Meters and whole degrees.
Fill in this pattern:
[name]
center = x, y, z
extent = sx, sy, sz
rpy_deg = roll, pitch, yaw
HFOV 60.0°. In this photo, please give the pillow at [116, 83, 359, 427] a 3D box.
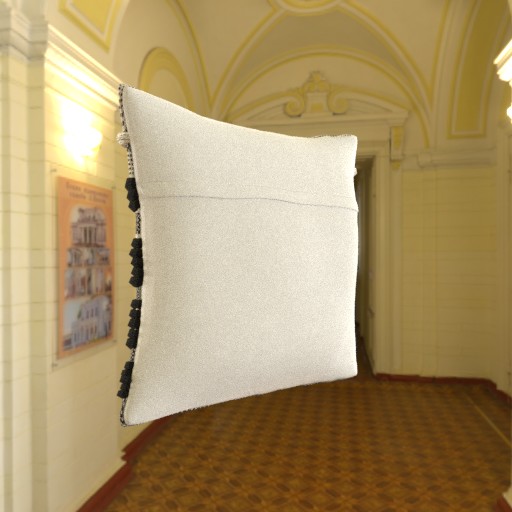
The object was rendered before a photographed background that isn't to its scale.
[pillow]
center = 0.000, 0.000, 0.688
extent = 0.436, 0.438, 0.156
rpy_deg = 0, 0, -35
